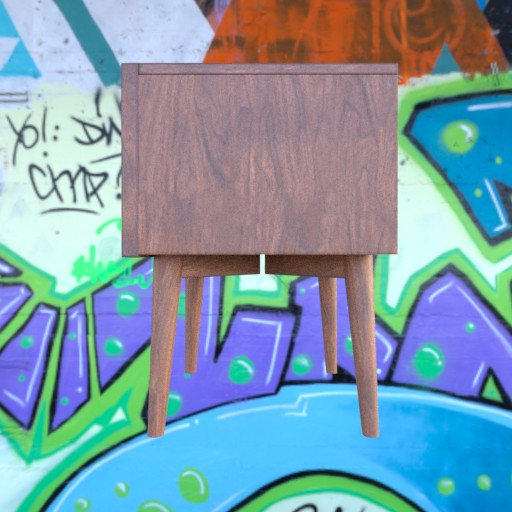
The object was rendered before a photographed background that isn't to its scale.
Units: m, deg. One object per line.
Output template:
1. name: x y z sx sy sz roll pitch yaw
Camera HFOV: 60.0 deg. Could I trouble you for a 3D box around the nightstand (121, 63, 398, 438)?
1. nightstand: 0.000 0.000 0.954 0.445 0.607 0.521 0 0 0
